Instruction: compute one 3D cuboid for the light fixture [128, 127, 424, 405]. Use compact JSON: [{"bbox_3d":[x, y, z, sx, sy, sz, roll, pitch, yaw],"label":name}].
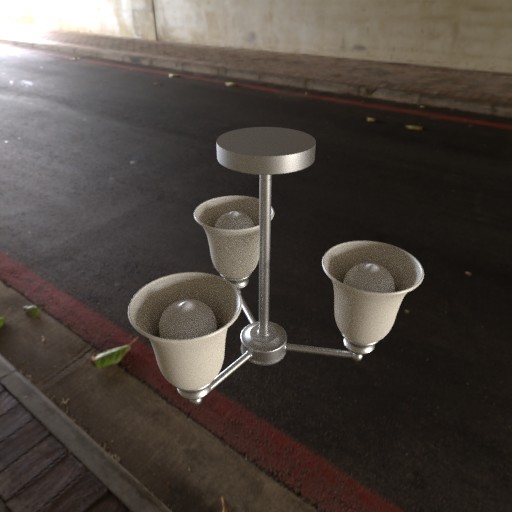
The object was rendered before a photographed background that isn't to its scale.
[{"bbox_3d":[0.000,0.000,0.663,0.388,0.370,0.354,-10,33,-16],"label":"light fixture"}]
